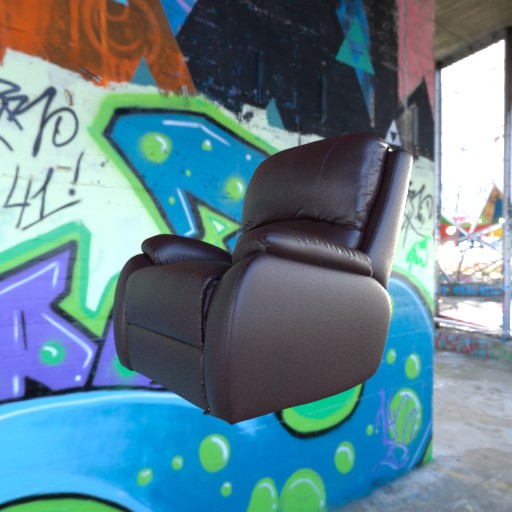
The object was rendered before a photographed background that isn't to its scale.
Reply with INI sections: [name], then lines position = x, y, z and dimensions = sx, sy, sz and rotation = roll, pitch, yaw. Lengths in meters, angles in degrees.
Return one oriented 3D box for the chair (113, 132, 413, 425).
[chair]
position = 0.000, 0.000, 1.799
dimensions = 0.899, 1.011, 0.930
rotation = 0, 0, -37
